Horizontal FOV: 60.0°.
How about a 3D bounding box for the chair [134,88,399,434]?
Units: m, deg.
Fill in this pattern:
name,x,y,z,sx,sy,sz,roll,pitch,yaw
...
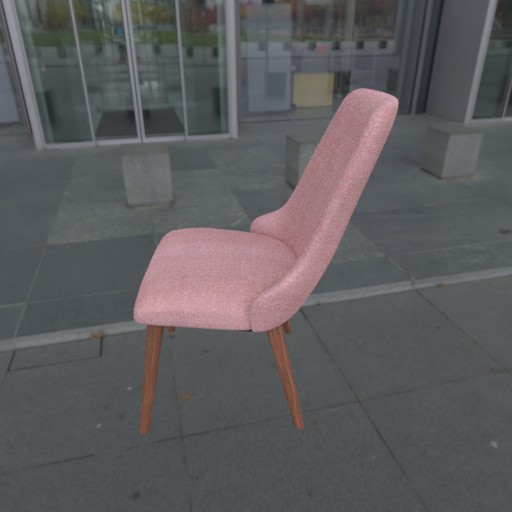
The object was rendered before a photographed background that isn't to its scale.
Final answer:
name,x,y,z,sx,sy,sz,roll,pitch,yaw
chair,0.000,0.000,1.335,0.707,0.918,0.535,0,28,0
